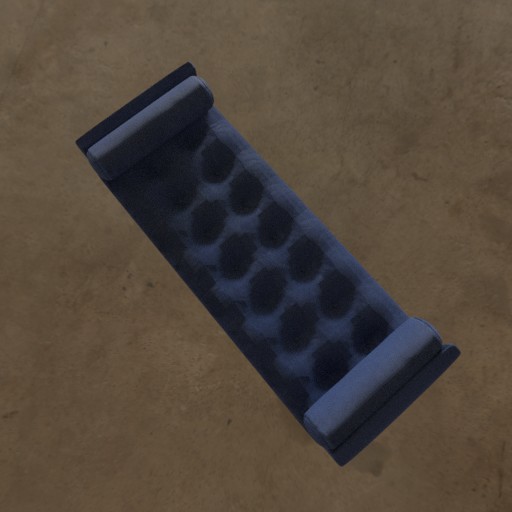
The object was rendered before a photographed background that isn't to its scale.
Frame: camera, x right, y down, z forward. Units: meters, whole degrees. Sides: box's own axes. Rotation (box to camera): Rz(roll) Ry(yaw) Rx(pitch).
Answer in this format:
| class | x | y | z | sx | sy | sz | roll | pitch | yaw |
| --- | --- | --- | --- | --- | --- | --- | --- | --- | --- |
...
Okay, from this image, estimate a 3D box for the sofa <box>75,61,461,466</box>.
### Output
| class | x | y | z | sx | sy | sz | roll | pitch | yaw |
| --- | --- | --- | --- | --- | --- | --- | --- | --- | --- |
| sofa | 0.000 | 0.000 | 2.484 | 0.796 | 0.705 | 2.102 | -39 | 79 | -9 |
